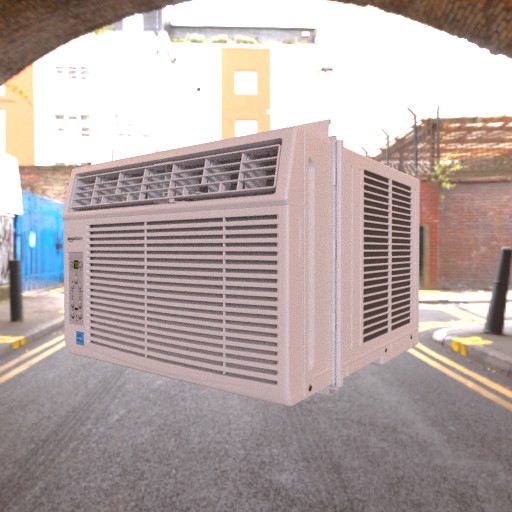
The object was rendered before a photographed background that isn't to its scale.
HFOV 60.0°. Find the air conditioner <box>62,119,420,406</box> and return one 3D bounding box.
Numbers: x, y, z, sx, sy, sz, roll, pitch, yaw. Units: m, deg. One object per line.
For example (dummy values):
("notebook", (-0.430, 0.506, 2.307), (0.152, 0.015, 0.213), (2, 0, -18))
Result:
("air conditioner", (0.000, 0.000, 0.883), (0.503, 0.388, 0.546), (1, 1, 36))
